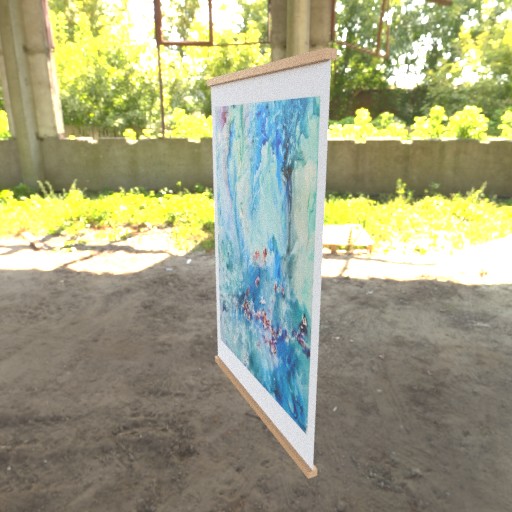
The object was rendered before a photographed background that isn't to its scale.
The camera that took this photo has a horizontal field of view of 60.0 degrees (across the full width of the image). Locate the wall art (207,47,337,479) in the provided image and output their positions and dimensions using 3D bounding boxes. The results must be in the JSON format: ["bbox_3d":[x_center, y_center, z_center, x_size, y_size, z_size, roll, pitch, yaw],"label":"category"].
[{"bbox_3d":[0.000,0.000,1.296,0.027,1.020,0.669,-8,18,-25],"label":"wall art"}]
